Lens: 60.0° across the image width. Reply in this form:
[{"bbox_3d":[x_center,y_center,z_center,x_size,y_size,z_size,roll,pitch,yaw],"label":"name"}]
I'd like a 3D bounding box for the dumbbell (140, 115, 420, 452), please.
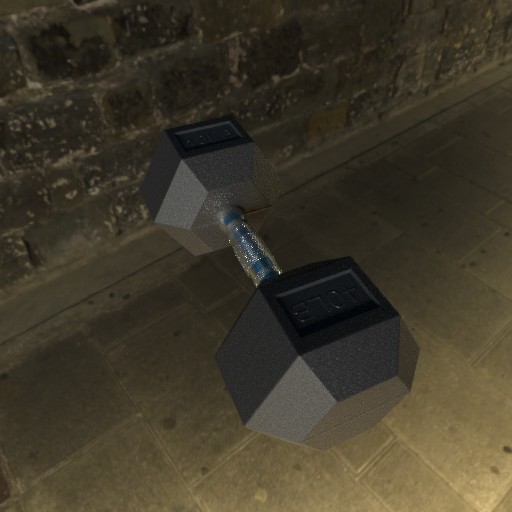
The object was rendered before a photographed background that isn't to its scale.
[{"bbox_3d":[0.000,0.000,0.439,0.157,0.137,0.361,-18,48,-17],"label":"dumbbell"}]
